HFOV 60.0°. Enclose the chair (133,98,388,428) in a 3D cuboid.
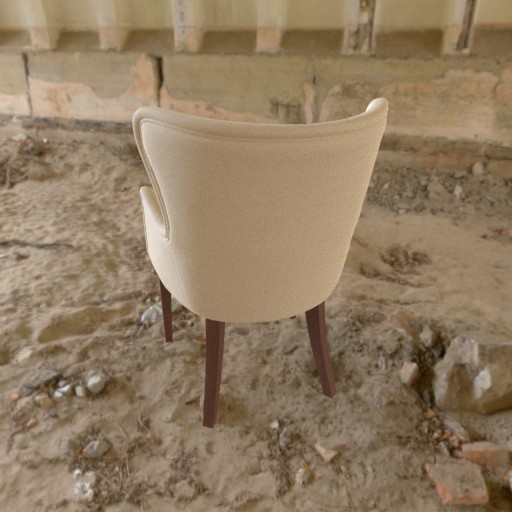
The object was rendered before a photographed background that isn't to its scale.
[{"bbox_3d":[0.000,0.000,1.452,0.696,0.990,0.744,-8,26,-17],"label":"chair"}]
